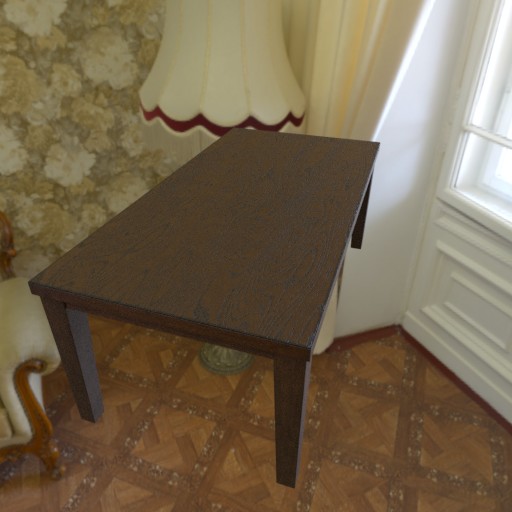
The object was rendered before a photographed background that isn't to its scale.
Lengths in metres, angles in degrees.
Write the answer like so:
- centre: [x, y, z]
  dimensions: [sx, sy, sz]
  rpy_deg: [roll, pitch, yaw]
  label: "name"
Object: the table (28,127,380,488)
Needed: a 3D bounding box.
- centre: [0.000, 0.000, 2.407]
  dimensions: [1.016, 0.762, 1.981]
  rpy_deg: [10, 34, 16]
  label: "table"
